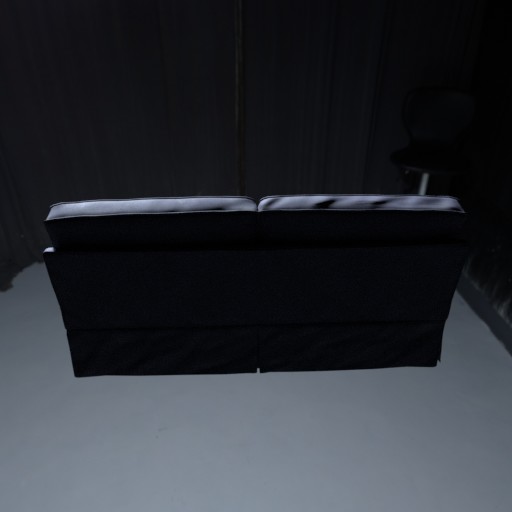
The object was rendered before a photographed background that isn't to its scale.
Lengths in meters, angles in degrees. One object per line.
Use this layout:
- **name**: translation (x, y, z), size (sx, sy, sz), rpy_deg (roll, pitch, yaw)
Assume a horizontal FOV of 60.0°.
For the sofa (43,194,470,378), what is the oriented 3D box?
- **sofa**: translation (0.000, 0.000, 2.834), size (2.256, 1.094, 0.983), rpy_deg (-1, 31, -2)
